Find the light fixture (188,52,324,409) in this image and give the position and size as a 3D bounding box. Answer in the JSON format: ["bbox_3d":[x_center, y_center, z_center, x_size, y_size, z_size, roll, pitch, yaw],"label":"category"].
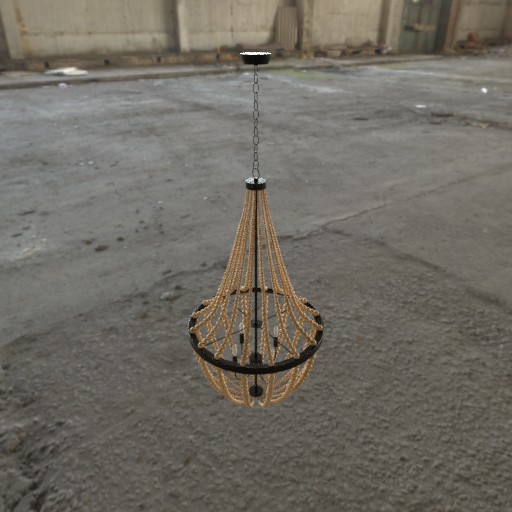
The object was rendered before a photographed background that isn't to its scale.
[{"bbox_3d":[0.000,0.000,1.361,0.450,1.133,0.450,0,28,0],"label":"light fixture"}]
